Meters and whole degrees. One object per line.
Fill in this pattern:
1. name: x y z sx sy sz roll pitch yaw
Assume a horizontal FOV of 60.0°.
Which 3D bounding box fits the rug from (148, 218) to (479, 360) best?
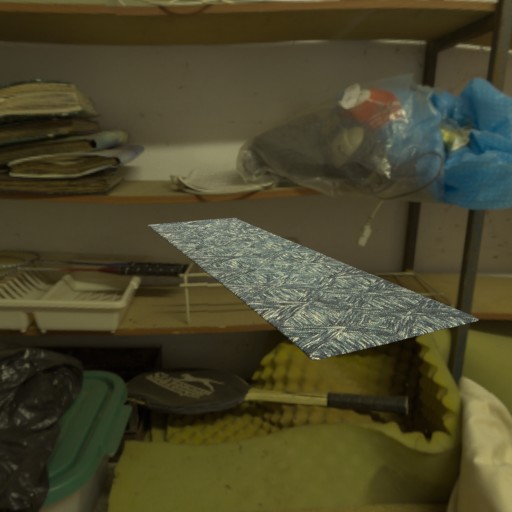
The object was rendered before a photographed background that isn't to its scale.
1. rug: 0.000 0.000 2.452 0.719 0.013 2.306 -7 16 -24
